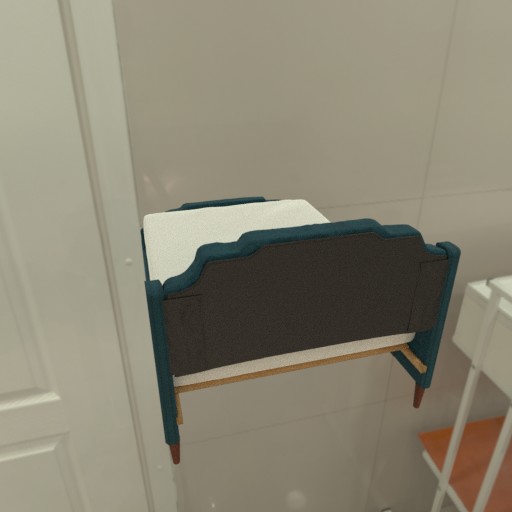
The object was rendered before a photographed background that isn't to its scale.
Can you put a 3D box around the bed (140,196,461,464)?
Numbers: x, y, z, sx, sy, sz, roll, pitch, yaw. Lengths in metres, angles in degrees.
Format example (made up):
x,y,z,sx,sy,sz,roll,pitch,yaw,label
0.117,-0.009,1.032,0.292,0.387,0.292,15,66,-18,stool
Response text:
x,y,z,sx,sy,sz,roll,pitch,yaw,label
0.000,0.000,3.395,1.676,1.351,2.322,-7,28,-14,bed
